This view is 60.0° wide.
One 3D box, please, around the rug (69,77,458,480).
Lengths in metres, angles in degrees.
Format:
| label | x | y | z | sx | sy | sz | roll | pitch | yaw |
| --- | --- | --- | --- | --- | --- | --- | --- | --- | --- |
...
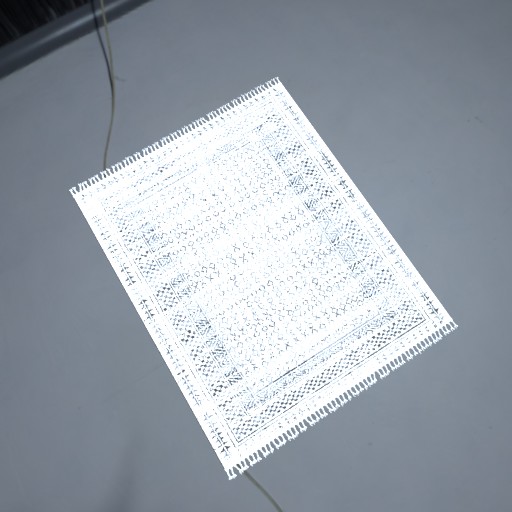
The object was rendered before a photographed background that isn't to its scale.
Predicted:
| label | x | y | z | sx | sy | sz | roll | pitch | yaw |
| --- | --- | --- | --- | --- | --- | --- | --- | --- | --- |
| rug | 0.000 | 0.000 | 3.974 | 2.312 | 0.013 | 2.940 | -31 | 78 | -7 |
